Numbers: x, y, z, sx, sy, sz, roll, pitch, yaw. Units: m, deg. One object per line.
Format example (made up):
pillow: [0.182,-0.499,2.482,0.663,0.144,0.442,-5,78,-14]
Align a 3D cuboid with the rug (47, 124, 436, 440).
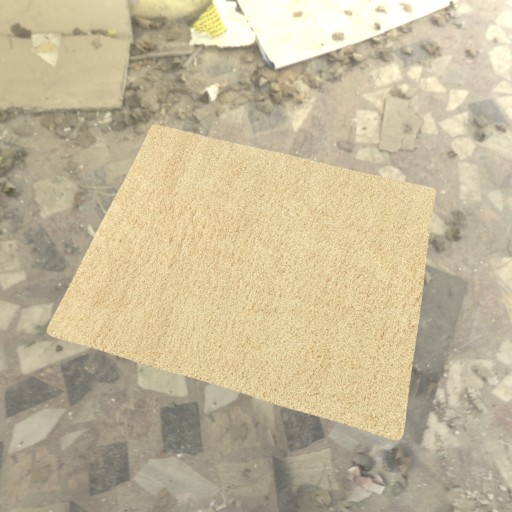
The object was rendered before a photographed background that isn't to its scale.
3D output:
rug: [0.000,0.000,4.042,3.001,0.025,2.401,15,65,7]
